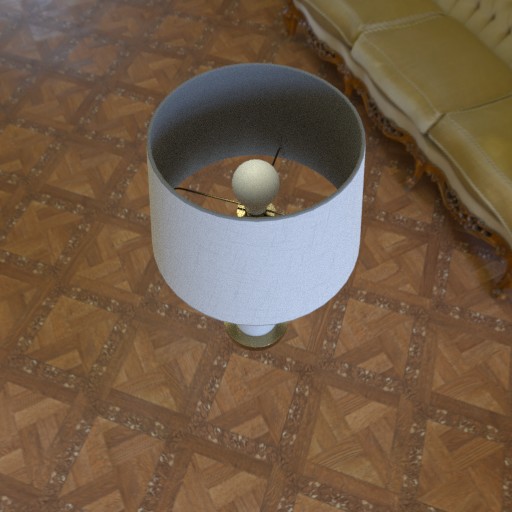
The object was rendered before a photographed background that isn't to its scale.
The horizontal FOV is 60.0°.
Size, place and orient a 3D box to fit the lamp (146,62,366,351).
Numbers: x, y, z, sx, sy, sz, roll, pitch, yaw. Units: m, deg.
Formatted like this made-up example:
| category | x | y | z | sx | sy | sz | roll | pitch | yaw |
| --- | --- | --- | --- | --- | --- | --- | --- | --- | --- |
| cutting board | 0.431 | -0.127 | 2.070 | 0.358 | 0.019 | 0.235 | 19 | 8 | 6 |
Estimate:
| category | x | y | z | sx | sy | sz | roll | pitch | yaw |
| --- | --- | --- | --- | --- | --- | --- | --- | --- | --- |
| lamp | 0.000 | 0.000 | 0.731 | 0.309 | 0.545 | 0.309 | 0 | 59 | 0 |
